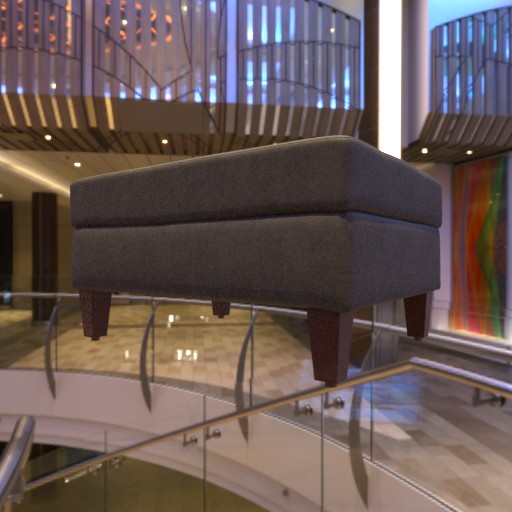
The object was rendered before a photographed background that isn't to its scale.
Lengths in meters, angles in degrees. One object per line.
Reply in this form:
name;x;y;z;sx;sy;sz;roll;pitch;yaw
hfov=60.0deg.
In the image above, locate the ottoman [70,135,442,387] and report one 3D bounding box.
ottoman;0.000;0.000;1.224;0.839;0.464;0.639;0;0;36
